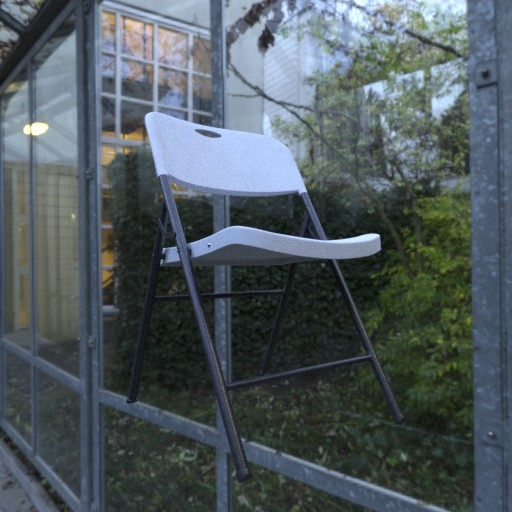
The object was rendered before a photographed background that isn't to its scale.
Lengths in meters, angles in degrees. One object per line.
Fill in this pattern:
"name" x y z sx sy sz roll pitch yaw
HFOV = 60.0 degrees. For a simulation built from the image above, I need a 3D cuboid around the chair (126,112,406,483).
"chair" 0.000 0.000 1.154 0.494 0.810 0.566 0 -1 -37
